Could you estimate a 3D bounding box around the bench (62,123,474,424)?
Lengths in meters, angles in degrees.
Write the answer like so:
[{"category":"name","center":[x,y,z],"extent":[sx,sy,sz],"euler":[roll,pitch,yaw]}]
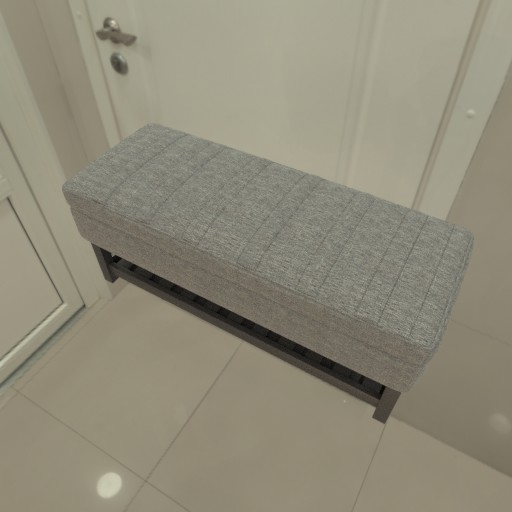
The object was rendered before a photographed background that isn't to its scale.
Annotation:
[{"category":"bench","center":[0.000,0.000,1.349],"extent":[1.100,0.470,0.429],"euler":[23,51,20]}]
